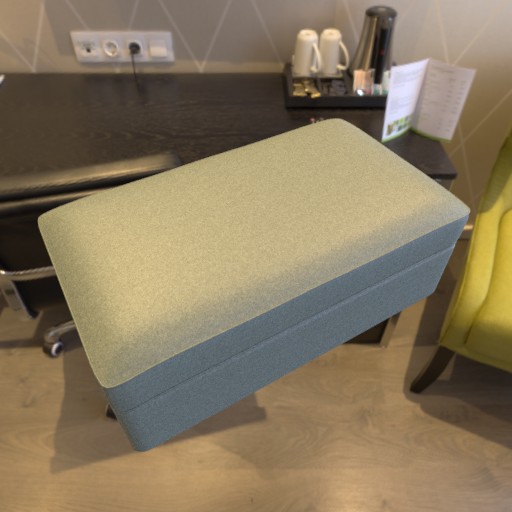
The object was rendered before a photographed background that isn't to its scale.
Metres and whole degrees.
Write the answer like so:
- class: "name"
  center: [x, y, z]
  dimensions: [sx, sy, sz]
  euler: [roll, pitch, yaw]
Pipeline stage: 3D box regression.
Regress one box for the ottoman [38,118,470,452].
- class: "ottoman"
  center: [0.000, 0.000, 1.489]
  dimensions: [1.173, 0.494, 0.681]
  euler: [-23, 51, -21]
